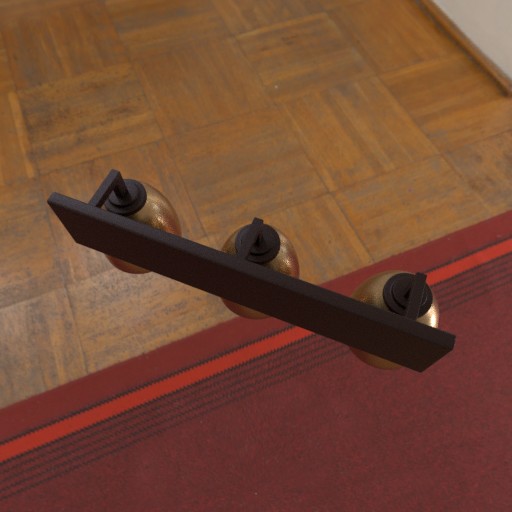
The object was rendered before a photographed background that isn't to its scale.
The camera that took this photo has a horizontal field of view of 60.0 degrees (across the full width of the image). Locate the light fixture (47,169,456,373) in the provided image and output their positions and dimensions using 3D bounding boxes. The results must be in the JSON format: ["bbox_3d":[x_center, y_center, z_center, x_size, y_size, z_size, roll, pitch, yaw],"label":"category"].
[{"bbox_3d":[0.000,0.000,0.668,0.582,0.204,0.157,19,64,10],"label":"light fixture"}]
